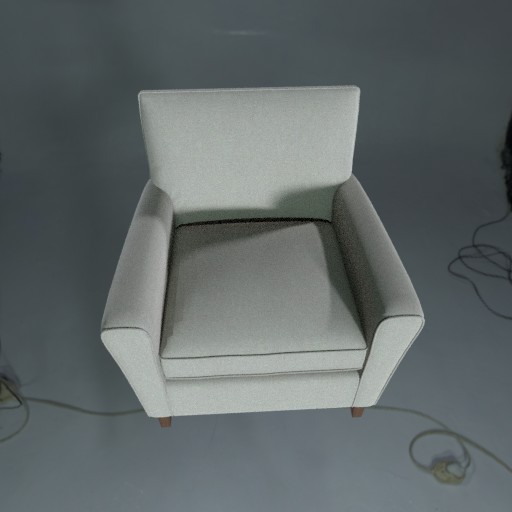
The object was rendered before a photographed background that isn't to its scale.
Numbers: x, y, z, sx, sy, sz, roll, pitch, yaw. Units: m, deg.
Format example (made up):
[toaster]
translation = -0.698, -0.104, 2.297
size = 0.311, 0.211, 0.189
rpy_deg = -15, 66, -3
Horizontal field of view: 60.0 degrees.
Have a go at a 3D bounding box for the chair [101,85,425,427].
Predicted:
[chair]
translation = 0.000, 0.000, 1.545
size = 0.840, 0.846, 0.871
rpy_deg = -2, 45, -2
